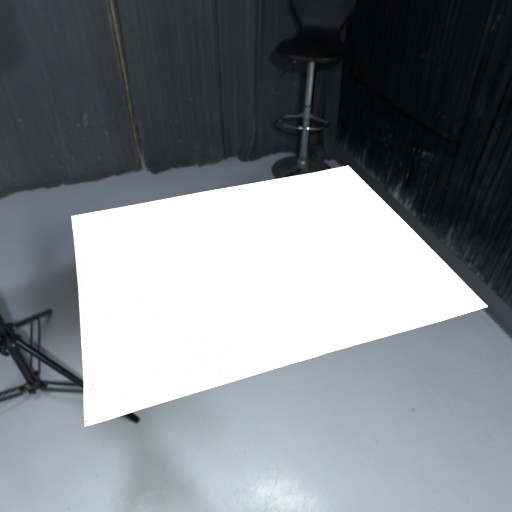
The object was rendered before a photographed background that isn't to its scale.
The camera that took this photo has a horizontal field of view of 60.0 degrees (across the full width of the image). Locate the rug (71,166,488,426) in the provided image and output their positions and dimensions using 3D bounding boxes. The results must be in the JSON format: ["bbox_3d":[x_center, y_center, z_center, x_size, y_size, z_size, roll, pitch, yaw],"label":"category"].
[{"bbox_3d":[0.000,0.000,4.837,3.778,0.053,2.873,-13,42,-14],"label":"rug"}]
